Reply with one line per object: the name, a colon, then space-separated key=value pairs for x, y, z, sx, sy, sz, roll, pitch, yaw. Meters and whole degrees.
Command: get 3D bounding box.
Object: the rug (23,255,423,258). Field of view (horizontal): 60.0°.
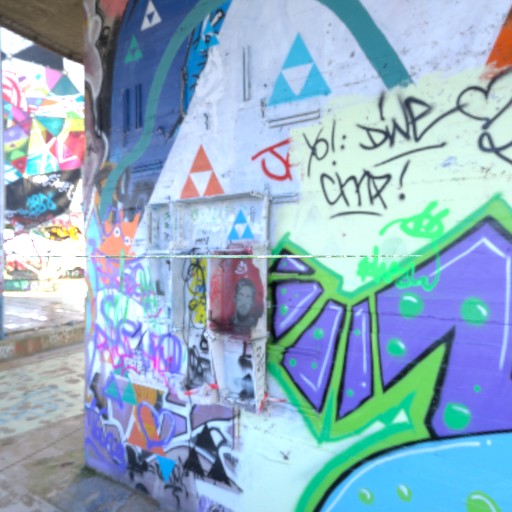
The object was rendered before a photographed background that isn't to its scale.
rug: x=0.000 y=0.000 z=2.334 sx=1.220 sy=0.006 sz=1.826 roll=0 pitch=0 yaw=35
